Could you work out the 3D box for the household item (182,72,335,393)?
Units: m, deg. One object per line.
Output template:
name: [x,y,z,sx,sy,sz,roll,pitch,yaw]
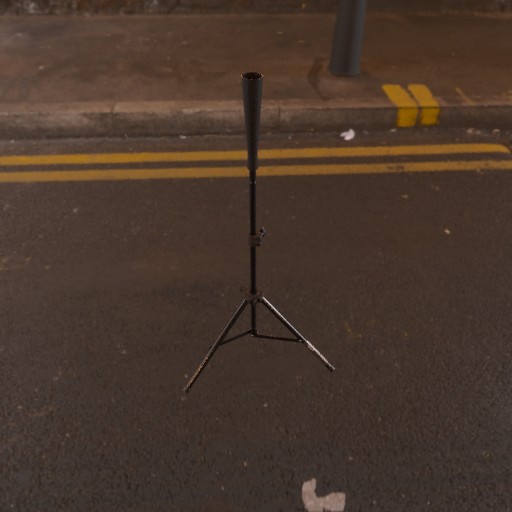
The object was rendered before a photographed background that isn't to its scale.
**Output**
household item: [0.000,0.000,1.389,0.559,1.067,0.559,25,47,26]
